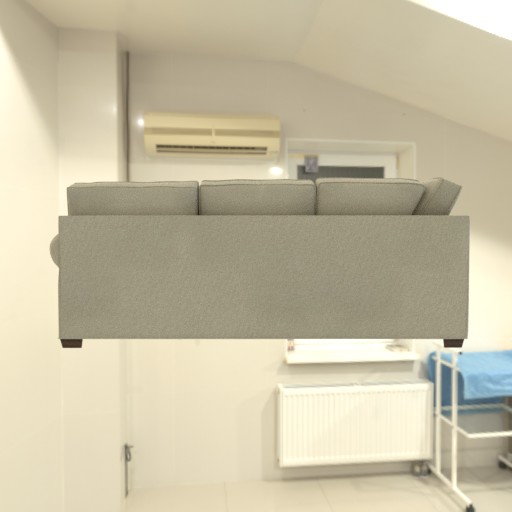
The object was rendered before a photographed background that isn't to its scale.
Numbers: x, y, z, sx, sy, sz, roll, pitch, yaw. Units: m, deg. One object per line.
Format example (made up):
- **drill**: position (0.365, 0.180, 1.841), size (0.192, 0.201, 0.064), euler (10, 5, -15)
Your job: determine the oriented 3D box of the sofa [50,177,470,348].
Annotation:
- **sofa**: position (0.000, 0.000, 3.893), size (2.562, 1.053, 2.487), euler (0, 2, 0)
